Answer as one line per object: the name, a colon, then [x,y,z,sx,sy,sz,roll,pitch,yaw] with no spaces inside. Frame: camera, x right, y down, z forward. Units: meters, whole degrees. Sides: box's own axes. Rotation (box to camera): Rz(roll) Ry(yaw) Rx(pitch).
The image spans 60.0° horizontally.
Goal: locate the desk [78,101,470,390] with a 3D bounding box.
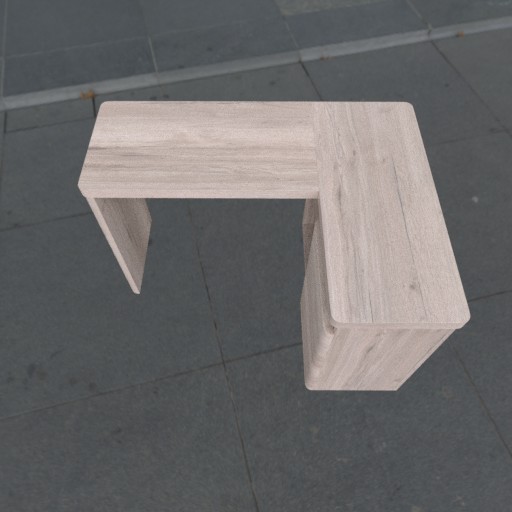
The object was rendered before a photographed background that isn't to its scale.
desk: [0.000,0.000,1.754,1.169,0.760,0.900,0,58,0]
